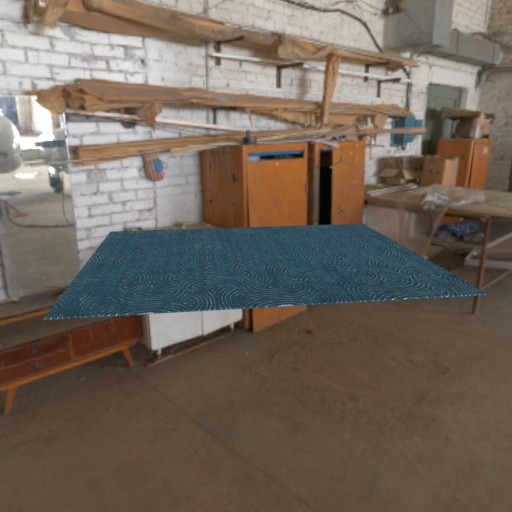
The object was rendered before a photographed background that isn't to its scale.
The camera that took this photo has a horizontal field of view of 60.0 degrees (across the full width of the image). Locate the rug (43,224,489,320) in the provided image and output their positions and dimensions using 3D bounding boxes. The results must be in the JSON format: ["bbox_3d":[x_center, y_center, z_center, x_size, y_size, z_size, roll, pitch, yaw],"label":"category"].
[{"bbox_3d":[0.000,0.000,4.133,3.033,0.012,2.432,-2,16,-8],"label":"rug"}]
